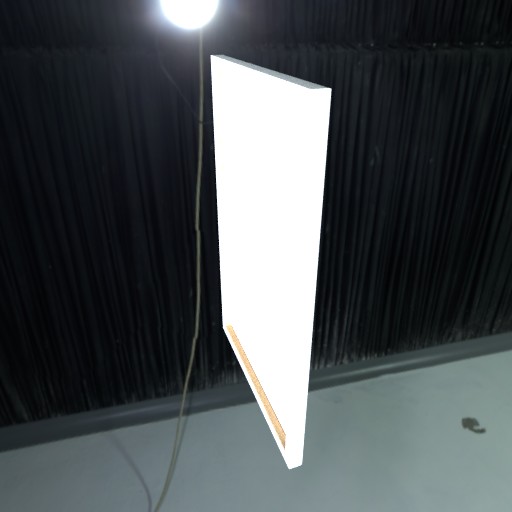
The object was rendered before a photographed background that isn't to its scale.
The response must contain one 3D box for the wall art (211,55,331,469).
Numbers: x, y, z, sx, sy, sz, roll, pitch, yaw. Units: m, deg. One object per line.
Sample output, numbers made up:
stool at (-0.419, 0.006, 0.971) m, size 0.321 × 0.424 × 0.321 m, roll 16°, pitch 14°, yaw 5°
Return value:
wall art at (0.000, 0.000, 1.158) m, size 0.038 × 0.912 × 0.607 m, roll -10°, pitch 31°, yaw -17°
